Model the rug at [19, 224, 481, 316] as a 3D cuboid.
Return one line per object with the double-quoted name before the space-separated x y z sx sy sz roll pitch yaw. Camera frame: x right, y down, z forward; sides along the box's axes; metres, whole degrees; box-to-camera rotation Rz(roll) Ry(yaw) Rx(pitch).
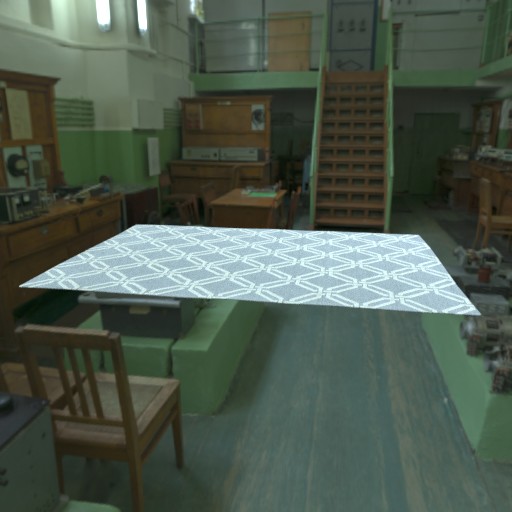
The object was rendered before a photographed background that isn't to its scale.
"rug" 0.000 0.000 2.176 1.754 0.010 1.148 3 17 9
